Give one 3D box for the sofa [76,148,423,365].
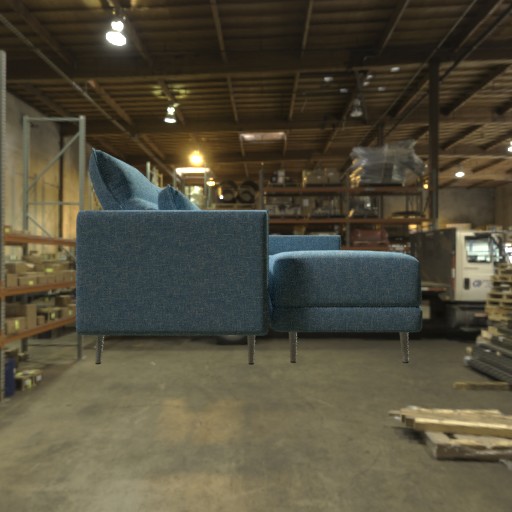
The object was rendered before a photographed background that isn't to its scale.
[{"bbox_3d":[0.000,0.000,2.765,1.420,0.899,2.034,0,0,1],"label":"sofa"}]
